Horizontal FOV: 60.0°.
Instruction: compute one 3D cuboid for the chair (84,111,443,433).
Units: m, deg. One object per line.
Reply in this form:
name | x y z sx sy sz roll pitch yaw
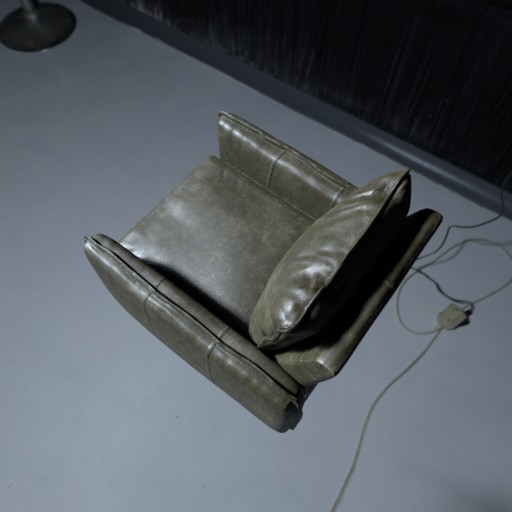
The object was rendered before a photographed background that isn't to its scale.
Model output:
chair | 0.000 0.000 1.590 0.921 0.921 0.830 34 68 16
